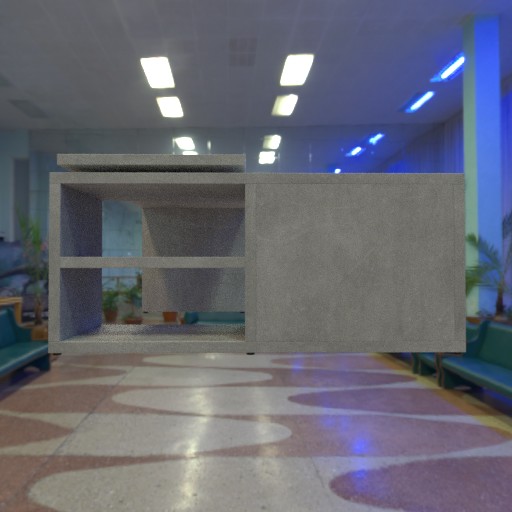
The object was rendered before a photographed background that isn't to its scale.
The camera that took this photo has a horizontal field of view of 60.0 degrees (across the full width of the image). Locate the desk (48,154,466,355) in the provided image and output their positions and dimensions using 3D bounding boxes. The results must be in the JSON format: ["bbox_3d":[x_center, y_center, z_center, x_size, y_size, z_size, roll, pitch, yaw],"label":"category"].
[{"bbox_3d":[0.000,0.000,2.296,1.500,0.740,1.400,0,-1,-1],"label":"desk"}]
